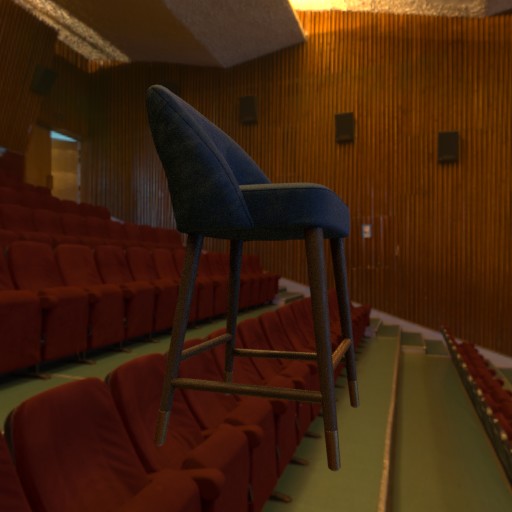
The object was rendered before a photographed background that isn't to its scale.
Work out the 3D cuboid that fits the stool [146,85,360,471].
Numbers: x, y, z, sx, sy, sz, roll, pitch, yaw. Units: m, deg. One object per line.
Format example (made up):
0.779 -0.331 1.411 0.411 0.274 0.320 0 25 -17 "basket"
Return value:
0.000 0.000 1.243 0.524 0.925 0.536 0 -1 18 "stool"
